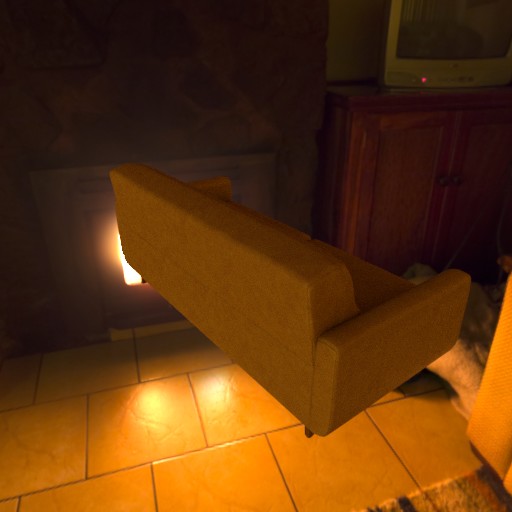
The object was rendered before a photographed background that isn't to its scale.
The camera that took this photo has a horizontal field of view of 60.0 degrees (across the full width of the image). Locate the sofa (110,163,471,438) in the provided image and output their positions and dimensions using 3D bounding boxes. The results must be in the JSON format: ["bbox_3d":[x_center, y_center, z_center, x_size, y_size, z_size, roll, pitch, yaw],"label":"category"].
[{"bbox_3d":[0.000,0.000,2.658,0.980,0.892,2.137,-19,32,-33],"label":"sofa"}]
